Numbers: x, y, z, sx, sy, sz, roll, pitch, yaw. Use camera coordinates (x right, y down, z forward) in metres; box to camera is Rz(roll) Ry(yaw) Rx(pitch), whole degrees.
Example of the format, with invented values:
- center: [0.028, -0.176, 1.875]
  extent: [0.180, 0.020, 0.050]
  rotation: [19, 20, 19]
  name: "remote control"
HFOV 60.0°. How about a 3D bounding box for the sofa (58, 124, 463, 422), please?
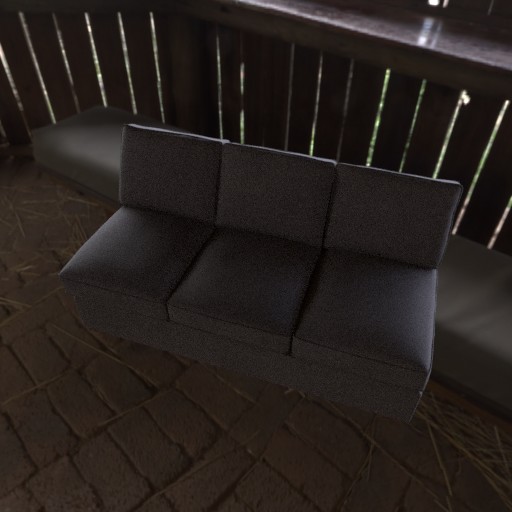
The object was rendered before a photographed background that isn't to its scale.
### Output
- center: [0.000, 0.000, 2.489]
  extent: [1.962, 0.973, 1.027]
  rotation: [13, 43, 14]
  name: "sofa"
